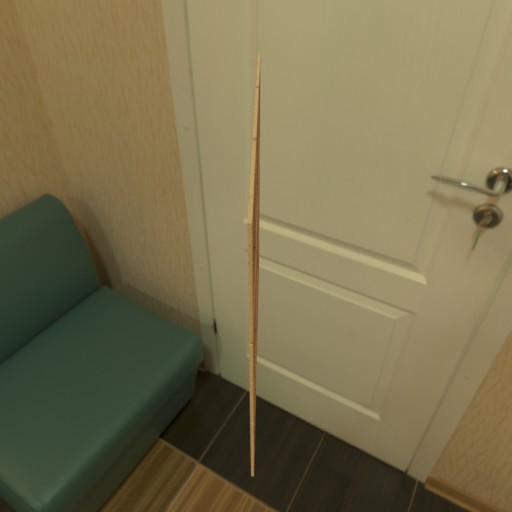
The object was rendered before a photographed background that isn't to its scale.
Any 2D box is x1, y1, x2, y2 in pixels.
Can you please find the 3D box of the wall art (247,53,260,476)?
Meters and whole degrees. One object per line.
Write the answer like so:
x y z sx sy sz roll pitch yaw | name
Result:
0.000 0.000 2.236 0.014 1.507 1.519 1 40 1 | wall art
